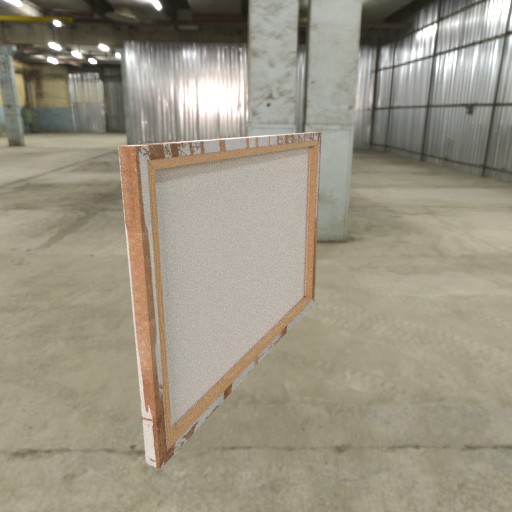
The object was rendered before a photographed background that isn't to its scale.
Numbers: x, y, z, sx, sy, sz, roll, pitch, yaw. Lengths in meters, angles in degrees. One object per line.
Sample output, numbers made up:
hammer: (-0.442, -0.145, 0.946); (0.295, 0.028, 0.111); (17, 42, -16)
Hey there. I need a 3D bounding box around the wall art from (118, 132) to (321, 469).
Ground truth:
wall art: (0.000, 0.000, 1.169); (0.035, 0.609, 0.914); (8, 19, 25)
